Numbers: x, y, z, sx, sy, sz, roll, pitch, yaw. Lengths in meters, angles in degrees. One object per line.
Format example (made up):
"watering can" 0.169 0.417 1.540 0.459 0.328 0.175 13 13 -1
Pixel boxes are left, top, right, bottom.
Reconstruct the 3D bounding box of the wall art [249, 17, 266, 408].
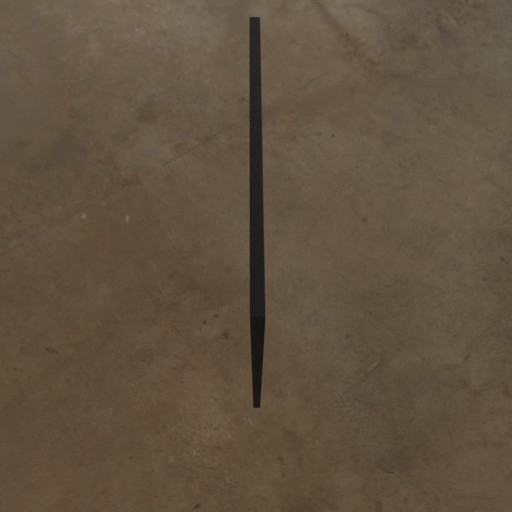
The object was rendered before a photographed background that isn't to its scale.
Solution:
"wall art" 0.000 0.000 0.690 0.013 0.534 0.380 0 63 0
